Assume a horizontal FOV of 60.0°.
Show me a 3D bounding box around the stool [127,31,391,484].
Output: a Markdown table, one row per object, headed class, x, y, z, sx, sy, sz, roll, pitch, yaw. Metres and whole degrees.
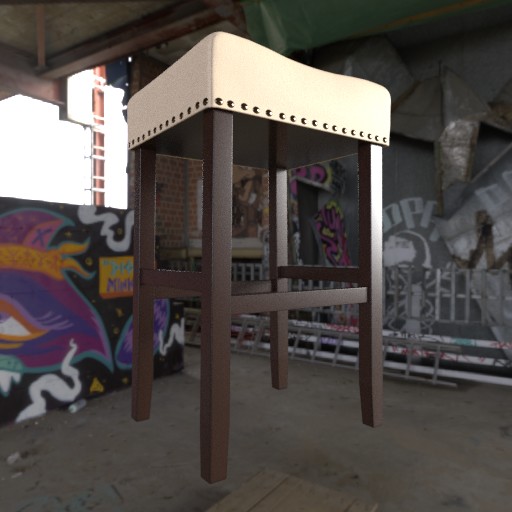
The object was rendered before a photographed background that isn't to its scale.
| class | x | y | z | sx | sy | sz | roll | pitch | yaw |
| --- | --- | --- | --- | --- | --- | --- | --- | --- | --- |
| stool | 0.000 | 0.000 | 1.017 | 0.471 | 0.762 | 0.401 | 0 | 0 | -36 |
